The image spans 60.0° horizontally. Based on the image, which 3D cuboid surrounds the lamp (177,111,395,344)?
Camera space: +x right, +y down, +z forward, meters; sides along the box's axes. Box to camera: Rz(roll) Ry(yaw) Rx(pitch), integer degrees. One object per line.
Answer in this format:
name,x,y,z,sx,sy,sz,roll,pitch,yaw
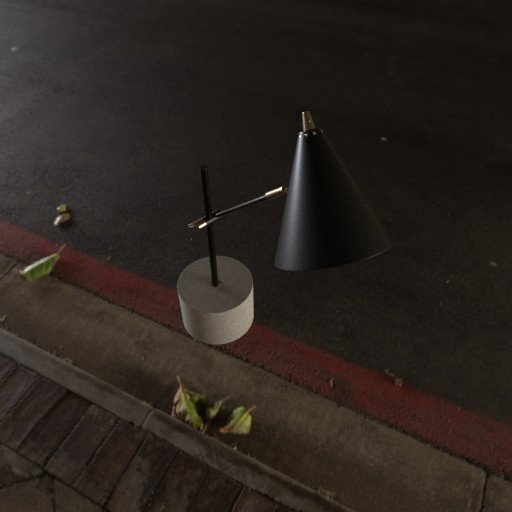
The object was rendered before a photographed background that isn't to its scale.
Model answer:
lamp,0.000,0.000,0.723,0.214,0.518,0.403,-23,50,-21
